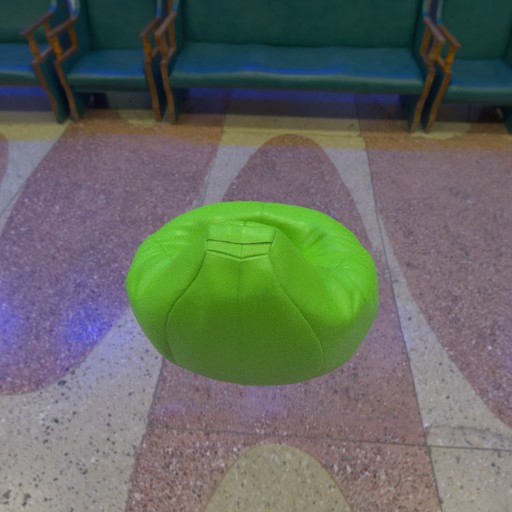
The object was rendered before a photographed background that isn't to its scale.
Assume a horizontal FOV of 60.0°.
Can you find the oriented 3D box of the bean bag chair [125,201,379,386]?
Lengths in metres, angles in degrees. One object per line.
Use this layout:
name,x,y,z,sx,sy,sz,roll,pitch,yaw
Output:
bean bag chair,0.000,0.000,1.871,1.070,0.990,1.070,4,46,4
